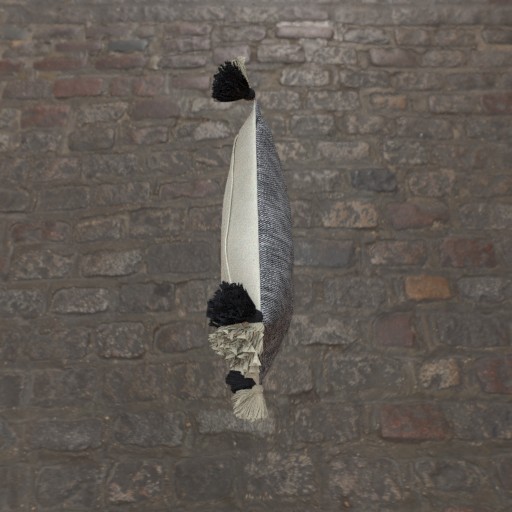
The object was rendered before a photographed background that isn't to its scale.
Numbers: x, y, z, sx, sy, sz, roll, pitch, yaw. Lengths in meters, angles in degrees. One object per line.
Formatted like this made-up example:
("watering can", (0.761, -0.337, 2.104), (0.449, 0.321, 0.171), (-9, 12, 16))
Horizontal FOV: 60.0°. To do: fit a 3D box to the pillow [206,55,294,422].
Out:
("pillow", (0.000, 0.000, 0.996), (0.170, 0.659, 0.654), (-1, 64, -1))
